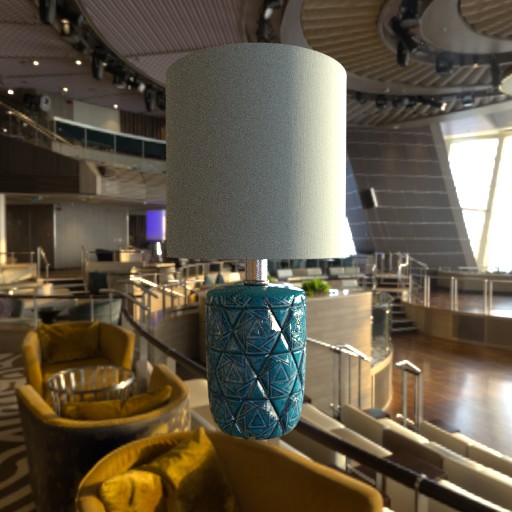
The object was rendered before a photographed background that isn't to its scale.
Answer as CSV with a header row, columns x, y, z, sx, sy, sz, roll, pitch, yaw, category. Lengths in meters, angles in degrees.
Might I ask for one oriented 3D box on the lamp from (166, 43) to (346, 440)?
x,y,z,sx,sy,sz,roll,pitch,yaw,category
0.000,0.000,0.488,0.193,0.377,0.193,1,2,37,lamp
